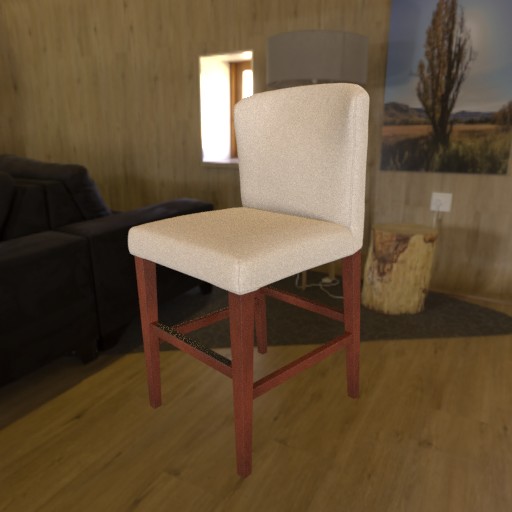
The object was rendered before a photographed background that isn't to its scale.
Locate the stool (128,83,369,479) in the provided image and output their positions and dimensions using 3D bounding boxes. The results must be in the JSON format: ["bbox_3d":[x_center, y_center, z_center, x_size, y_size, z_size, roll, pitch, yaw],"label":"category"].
[{"bbox_3d":[0.000,0.000,1.291,0.568,0.968,0.479,-15,22,-43],"label":"stool"}]
